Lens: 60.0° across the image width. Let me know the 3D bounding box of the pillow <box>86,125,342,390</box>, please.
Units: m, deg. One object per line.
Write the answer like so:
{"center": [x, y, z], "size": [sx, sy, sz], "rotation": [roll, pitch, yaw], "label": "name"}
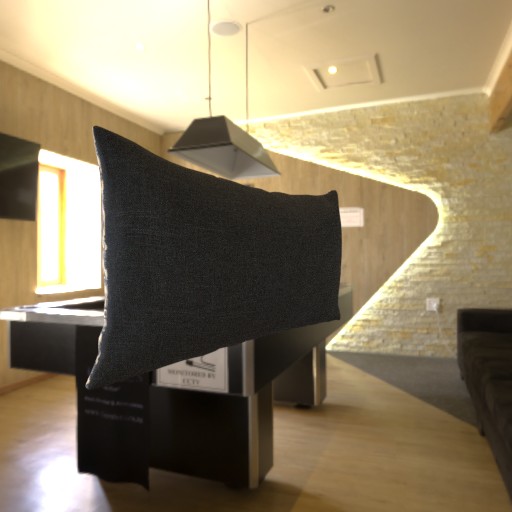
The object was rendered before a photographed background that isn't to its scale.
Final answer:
{"center": [0.000, 0.000, 0.739], "size": [0.148, 0.292, 0.631], "rotation": [0, 0, 36], "label": "pillow"}
